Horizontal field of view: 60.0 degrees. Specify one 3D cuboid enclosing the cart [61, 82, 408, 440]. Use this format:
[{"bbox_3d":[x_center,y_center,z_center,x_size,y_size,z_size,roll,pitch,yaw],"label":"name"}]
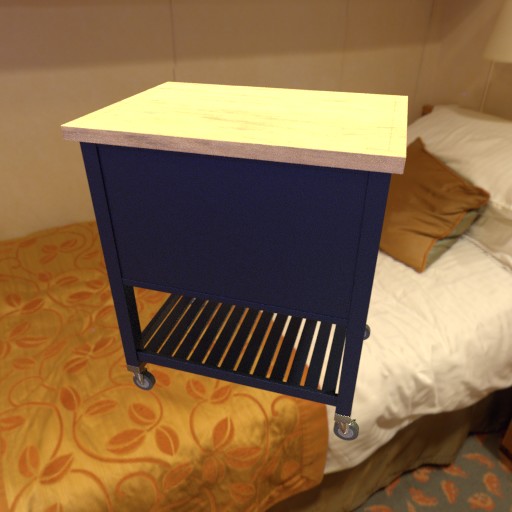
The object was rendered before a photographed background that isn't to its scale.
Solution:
[{"bbox_3d":[0.000,0.000,1.425,0.797,0.920,0.567,9,33,14],"label":"cart"}]
